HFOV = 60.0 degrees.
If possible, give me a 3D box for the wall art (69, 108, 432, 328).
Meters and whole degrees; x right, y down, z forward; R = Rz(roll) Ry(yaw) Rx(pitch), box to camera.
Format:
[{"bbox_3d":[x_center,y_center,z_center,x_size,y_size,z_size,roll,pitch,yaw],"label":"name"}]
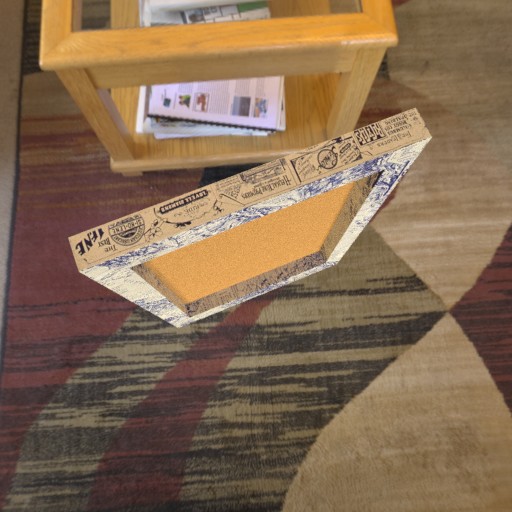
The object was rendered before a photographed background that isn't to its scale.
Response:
[{"bbox_3d":[0.000,0.000,0.768,0.408,0.601,0.040,-22,76,-5],"label":"wall art"}]
